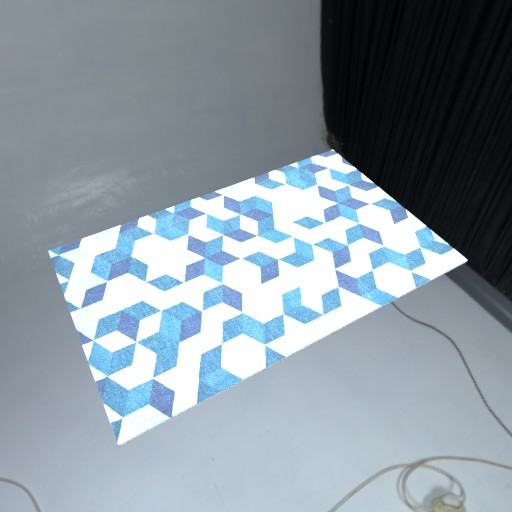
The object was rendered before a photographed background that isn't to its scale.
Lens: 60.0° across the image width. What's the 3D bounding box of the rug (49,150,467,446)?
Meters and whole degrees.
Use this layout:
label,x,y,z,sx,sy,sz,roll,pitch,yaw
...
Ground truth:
label,x,y,z,sx,sy,sz,roll,pitch,yaw
rug,0.000,0.000,3.033,2.438,0.015,1.518,-23,51,-20
